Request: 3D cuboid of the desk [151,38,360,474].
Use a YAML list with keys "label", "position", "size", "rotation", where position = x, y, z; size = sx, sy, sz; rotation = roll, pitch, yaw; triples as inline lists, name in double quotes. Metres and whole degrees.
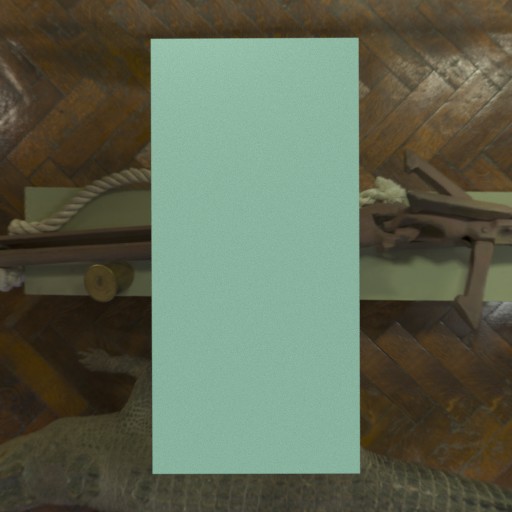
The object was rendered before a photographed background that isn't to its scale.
- label: "desk"
  position: [0.000, 0.000, 1.466]
  size: [0.509, 0.780, 1.059]
  rotation: [0, 90, 0]
